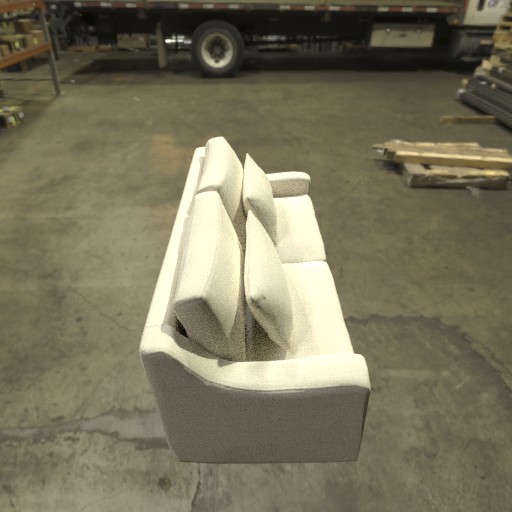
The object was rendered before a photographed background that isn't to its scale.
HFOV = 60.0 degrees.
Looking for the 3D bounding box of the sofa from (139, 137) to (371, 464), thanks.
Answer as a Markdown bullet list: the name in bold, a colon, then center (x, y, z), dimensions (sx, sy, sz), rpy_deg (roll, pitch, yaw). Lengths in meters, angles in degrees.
- **sofa**: center (0.000, 0.000, 3.008), dimensions (1.009, 1.022, 2.470), rpy_deg (-1, 33, -1)
